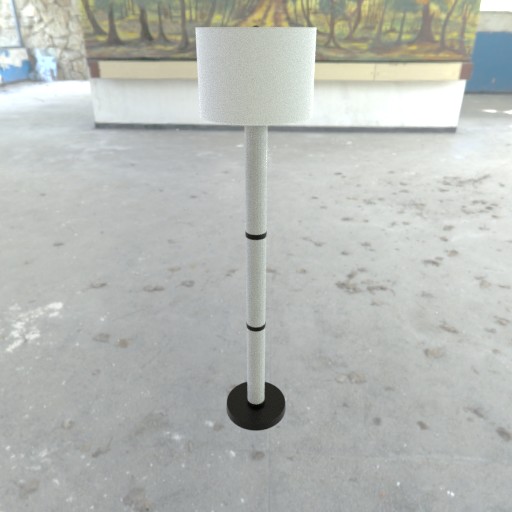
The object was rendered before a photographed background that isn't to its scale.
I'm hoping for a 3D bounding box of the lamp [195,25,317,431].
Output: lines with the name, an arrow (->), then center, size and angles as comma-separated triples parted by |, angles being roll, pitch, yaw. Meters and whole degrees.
lamp -> 0.000, 0.000, 1.733 | 0.377, 1.599, 0.377 | 1, 27, 2
